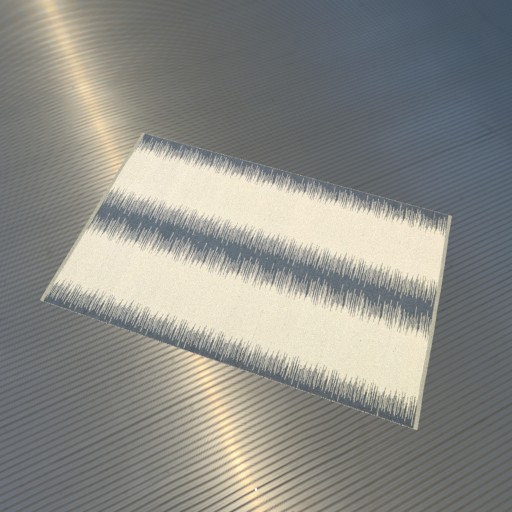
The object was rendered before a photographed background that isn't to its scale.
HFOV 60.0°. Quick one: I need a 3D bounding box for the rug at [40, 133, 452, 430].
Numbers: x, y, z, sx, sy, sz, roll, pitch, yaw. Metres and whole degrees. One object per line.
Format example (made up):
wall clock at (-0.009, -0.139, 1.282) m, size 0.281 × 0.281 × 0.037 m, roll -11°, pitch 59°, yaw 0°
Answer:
rug at (0.000, 0.000, 3.021) m, size 2.453 × 0.003 × 1.519 m, roll 17°, pitch 63°, yaw 9°
